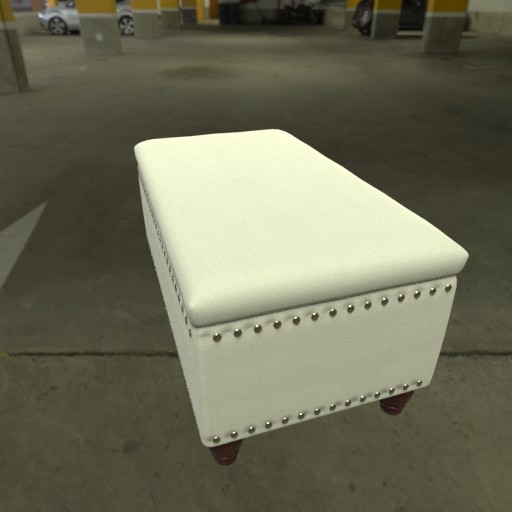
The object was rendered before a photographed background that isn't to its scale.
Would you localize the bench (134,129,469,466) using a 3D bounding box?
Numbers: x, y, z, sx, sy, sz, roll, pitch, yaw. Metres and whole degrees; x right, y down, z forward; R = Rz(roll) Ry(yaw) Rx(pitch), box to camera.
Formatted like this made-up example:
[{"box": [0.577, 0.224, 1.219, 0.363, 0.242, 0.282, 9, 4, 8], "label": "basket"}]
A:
[{"box": [0.000, 0.000, 1.167, 0.500, 0.449, 0.887, -9, 31, -16], "label": "bench"}]
